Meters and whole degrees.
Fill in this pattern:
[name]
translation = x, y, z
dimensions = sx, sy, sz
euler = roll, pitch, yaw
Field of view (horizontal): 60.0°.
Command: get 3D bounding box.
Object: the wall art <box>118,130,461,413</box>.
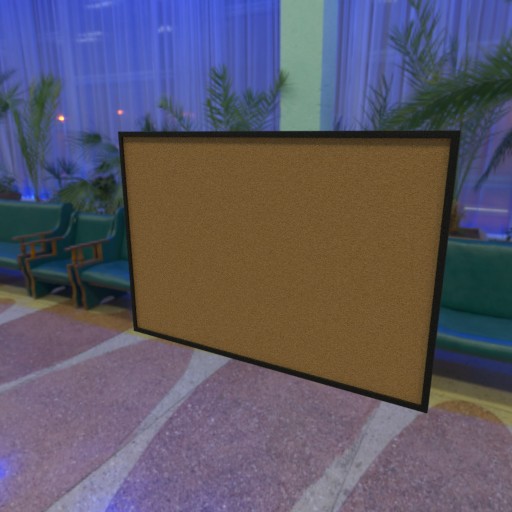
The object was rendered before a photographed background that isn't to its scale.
[wall art]
translation = 0.000, 0.000, 1.225
dimensions = 0.963, 0.665, 0.013
euler = 8, 18, 28
